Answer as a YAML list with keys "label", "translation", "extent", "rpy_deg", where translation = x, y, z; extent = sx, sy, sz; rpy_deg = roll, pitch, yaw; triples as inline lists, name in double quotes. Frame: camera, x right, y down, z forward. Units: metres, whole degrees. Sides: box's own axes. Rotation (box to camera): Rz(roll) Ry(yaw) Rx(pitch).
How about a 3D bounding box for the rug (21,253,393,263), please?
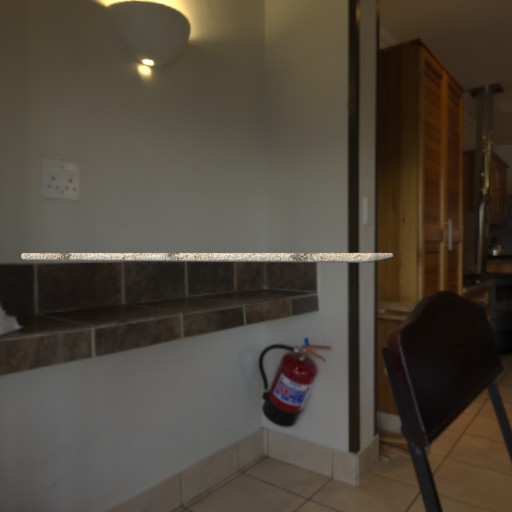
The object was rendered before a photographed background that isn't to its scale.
- label: "rug"
  translation: [0.000, 0.000, 2.107]
  extent: [1.200, 0.025, 1.600]
  rpy_deg: [0, 0, 19]
